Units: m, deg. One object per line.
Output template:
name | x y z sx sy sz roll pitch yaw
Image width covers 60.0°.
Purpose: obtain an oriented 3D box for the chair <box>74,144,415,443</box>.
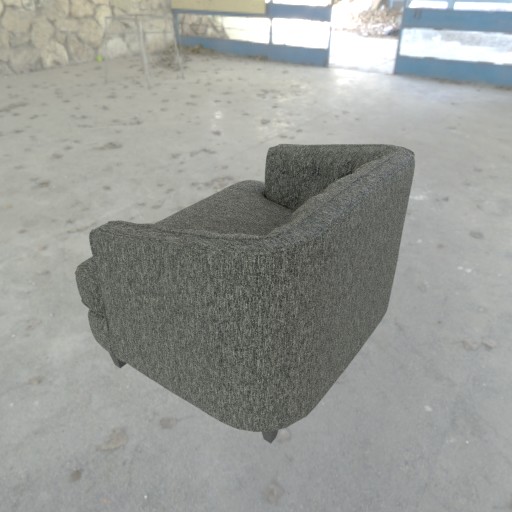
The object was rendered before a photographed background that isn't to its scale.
chair | 0.000 0.000 1.778 0.941 0.852 1.104 21 38 30
